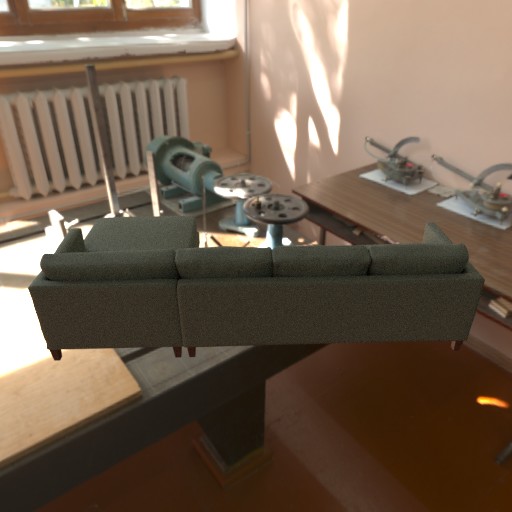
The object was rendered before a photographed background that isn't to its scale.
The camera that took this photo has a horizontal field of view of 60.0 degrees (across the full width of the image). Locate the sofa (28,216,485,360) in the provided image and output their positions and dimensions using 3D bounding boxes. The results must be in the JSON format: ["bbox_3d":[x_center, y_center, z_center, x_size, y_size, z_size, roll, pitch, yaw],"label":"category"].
[{"bbox_3d":[0.000,0.000,3.872,3.186,0.861,1.625,-1,30,-2],"label":"sofa"}]
